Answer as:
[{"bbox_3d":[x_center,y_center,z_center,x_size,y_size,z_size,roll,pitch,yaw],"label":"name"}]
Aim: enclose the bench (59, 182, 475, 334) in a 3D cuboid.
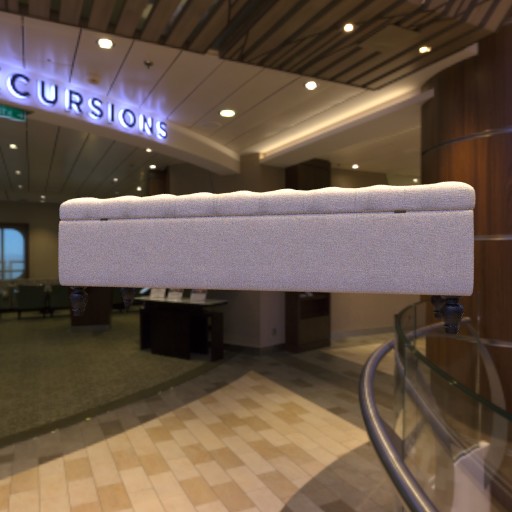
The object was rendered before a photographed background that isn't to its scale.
[{"bbox_3d":[0.000,0.000,1.714,1.480,0.467,0.455,0,0,17],"label":"bench"}]
